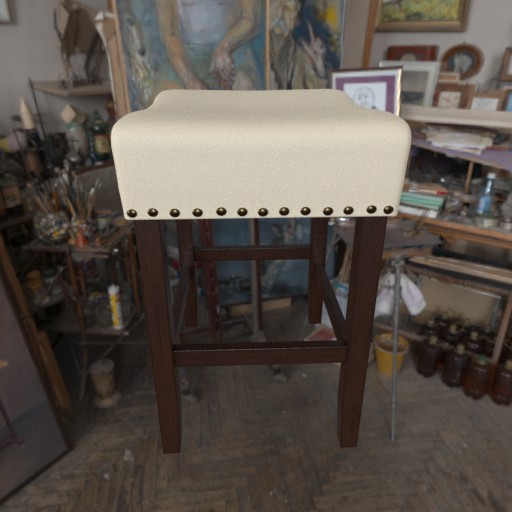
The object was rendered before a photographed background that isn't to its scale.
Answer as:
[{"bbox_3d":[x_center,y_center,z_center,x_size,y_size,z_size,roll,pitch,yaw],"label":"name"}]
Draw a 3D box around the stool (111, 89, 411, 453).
[{"bbox_3d":[0.000,0.000,0.907,0.401,0.609,0.471,-1,26,-2],"label":"stool"}]
